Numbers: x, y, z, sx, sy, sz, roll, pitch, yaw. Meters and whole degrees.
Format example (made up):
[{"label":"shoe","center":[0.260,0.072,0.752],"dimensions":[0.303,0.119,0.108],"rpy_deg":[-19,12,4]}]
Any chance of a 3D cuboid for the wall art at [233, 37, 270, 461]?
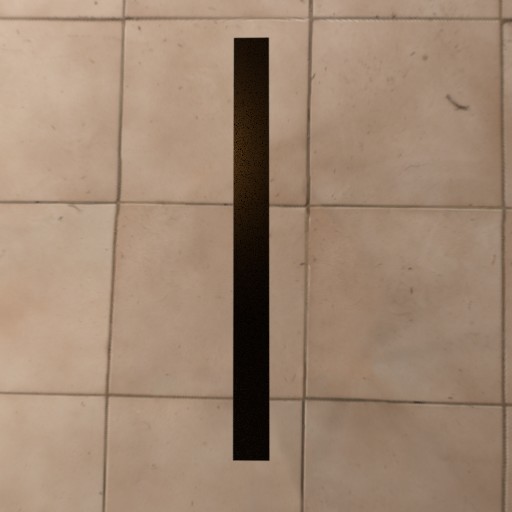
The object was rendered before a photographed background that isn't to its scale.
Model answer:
[{"label":"wall art","center":[0.000,0.000,0.743],"dimensions":[0.038,0.551,0.448],"rpy_deg":[0,88,1]}]
